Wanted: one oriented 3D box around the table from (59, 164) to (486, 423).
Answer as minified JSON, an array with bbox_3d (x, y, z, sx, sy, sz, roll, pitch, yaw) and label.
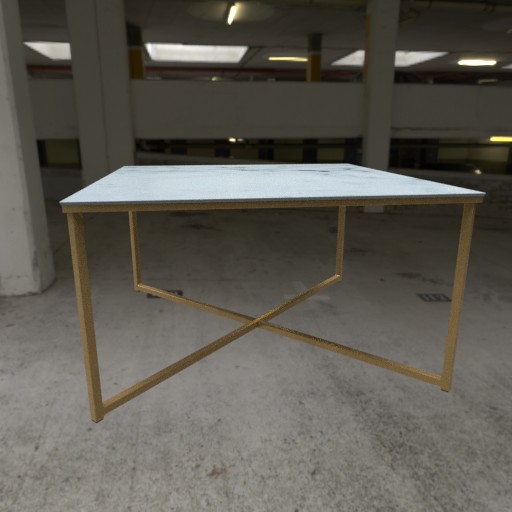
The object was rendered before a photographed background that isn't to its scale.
[{"bbox_3d":[0.000,0.000,1.259,0.800,0.450,0.800,-2,16,-8],"label":"table"}]
